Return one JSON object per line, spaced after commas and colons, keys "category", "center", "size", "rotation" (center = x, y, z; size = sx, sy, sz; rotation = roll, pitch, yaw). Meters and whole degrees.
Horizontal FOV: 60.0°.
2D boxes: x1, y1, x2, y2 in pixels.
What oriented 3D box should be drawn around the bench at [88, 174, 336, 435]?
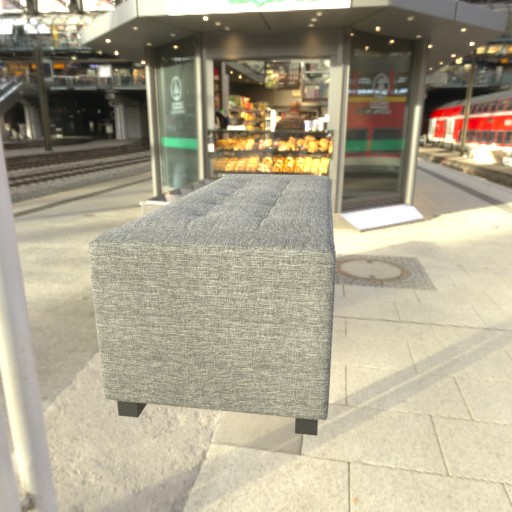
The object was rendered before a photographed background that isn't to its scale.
{"category": "bench", "center": [0.000, 0.000, 1.531], "size": [0.508, 0.445, 1.296], "rotation": [2, 16, 8]}
